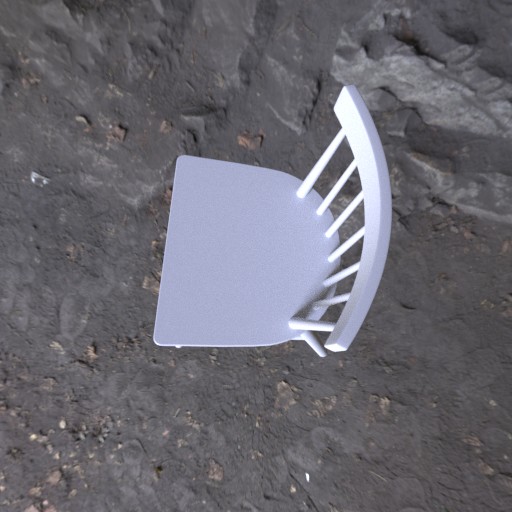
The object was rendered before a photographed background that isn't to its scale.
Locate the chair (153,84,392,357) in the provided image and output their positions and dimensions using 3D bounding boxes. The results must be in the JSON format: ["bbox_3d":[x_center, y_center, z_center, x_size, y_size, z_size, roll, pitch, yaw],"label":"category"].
[{"bbox_3d":[0.000,0.000,1.124,0.500,0.787,0.483,4,76,1],"label":"chair"}]
